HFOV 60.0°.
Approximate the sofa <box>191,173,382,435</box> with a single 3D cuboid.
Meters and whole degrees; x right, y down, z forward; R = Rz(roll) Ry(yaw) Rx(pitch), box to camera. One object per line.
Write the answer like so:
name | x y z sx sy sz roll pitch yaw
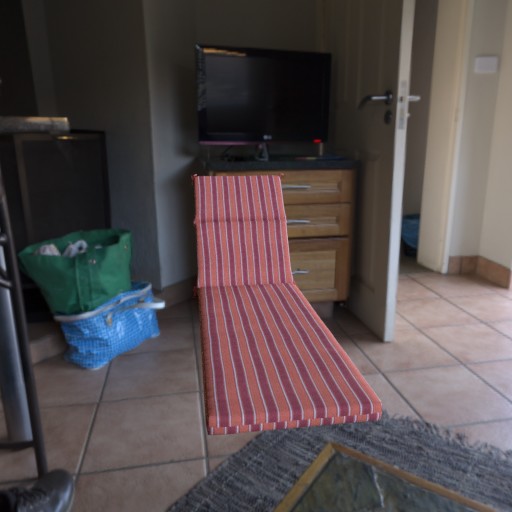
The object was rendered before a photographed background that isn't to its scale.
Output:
sofa | 0.000 0.000 1.987 0.582 0.622 1.663 -2 15 -8
